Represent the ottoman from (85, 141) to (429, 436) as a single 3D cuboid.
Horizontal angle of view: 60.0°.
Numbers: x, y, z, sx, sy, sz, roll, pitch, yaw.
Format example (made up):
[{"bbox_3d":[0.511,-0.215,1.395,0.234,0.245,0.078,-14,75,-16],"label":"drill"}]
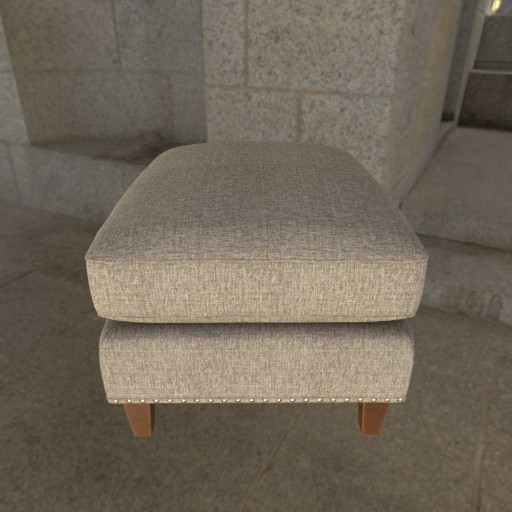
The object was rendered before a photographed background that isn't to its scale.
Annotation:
[{"bbox_3d":[0.000,0.000,1.119,0.584,0.513,0.741,0,26,0],"label":"ottoman"}]
